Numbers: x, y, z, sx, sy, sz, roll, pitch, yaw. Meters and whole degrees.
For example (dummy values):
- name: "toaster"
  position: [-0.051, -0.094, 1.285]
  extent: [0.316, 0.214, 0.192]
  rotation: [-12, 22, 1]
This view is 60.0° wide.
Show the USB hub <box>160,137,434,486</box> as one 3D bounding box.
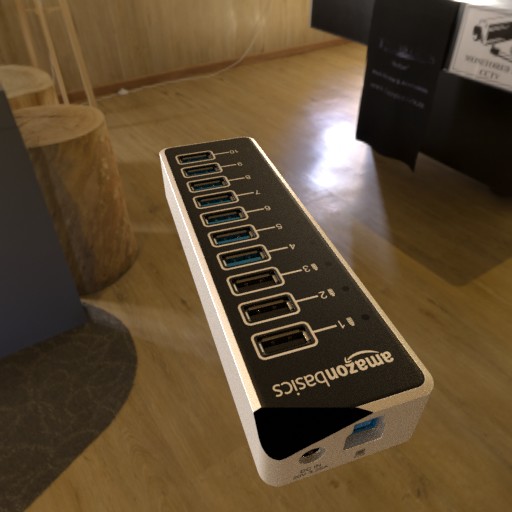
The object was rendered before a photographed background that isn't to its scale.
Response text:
- name: "USB hub"
  position: [0.000, 0.000, 0.158]
  extent: [0.044, 0.023, 0.145]
  rotation: [-12, 42, -14]
